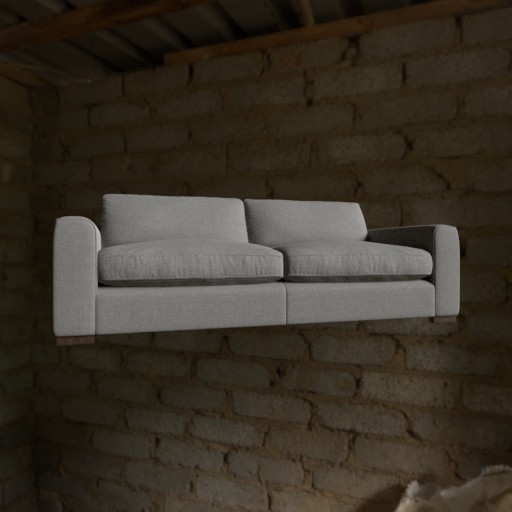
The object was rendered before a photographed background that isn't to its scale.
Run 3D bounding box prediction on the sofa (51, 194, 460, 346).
[{"bbox_3d":[0.000,0.000,2.791,2.262,0.801,1.070,0,1,-18],"label":"sofa"}]
